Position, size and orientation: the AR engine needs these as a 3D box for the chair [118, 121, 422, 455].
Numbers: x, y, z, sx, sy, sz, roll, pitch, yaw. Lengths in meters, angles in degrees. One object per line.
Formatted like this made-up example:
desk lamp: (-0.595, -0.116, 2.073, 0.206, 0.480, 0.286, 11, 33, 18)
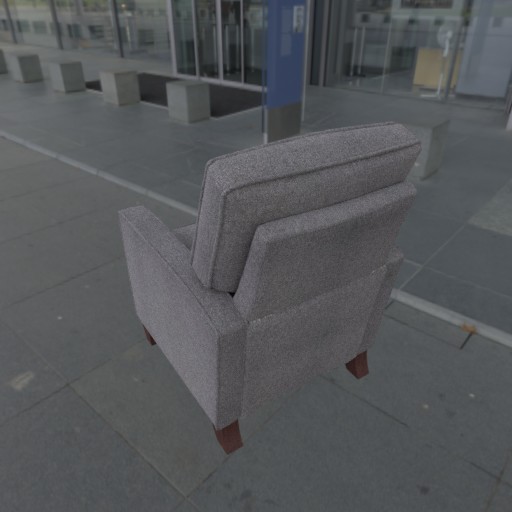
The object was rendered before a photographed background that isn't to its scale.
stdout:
chair: (0.000, 0.000, 1.424, 0.650, 0.889, 0.775, -19, 35, -29)
